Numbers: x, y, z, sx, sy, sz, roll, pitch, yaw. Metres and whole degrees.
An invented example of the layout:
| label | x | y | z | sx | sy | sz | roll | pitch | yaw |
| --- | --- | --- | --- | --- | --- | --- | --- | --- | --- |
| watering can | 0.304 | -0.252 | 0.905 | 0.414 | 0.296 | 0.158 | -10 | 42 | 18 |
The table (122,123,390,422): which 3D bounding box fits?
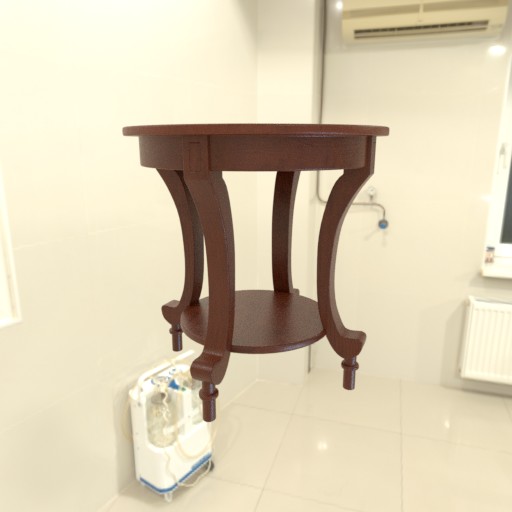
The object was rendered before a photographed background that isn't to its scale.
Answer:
| label | x | y | z | sx | sy | sz | roll | pitch | yaw |
| --- | --- | --- | --- | --- | --- | --- | --- | --- | --- |
| table | 0.000 | 0.000 | 1.106 | 0.597 | 0.612 | 0.597 | 0 | 14 | 0 |
